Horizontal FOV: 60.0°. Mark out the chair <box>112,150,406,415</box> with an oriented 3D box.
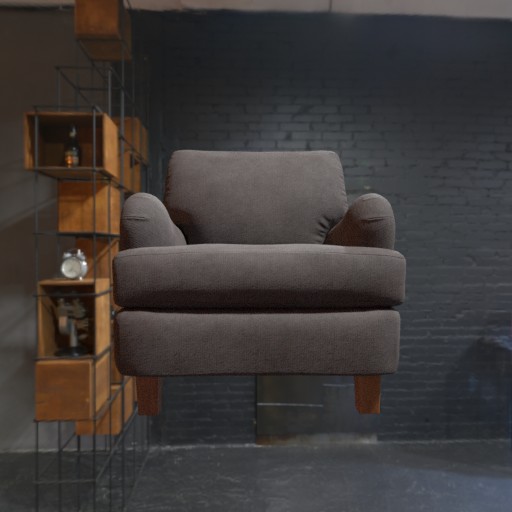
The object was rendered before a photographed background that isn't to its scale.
[{"bbox_3d":[0.000,0.000,1.843,0.955,0.997,1.070,0,0,-1],"label":"chair"}]
